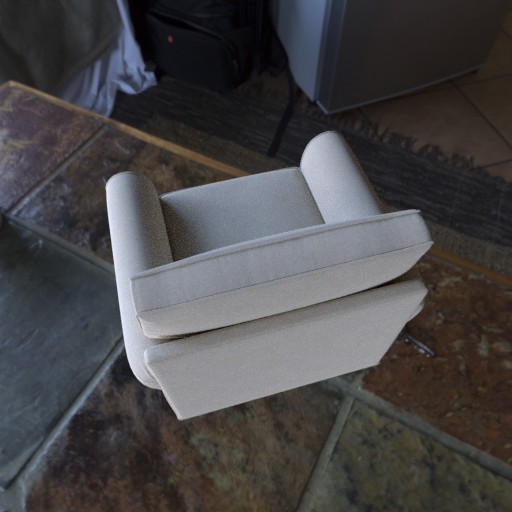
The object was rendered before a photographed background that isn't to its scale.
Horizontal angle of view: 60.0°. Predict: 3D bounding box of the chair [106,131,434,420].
[{"bbox_3d":[0.000,0.000,1.739,1.040,0.955,0.863,-13,58,-8],"label":"chair"}]
